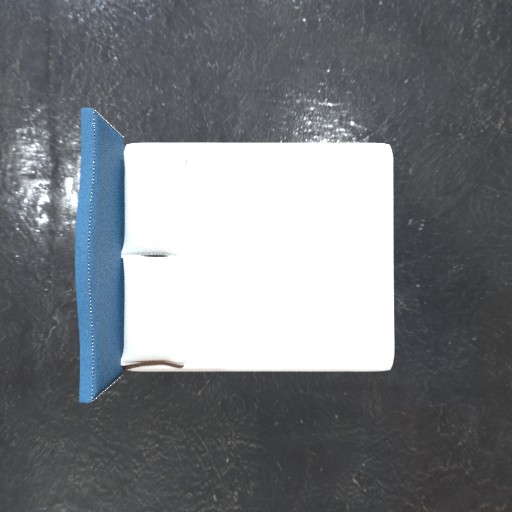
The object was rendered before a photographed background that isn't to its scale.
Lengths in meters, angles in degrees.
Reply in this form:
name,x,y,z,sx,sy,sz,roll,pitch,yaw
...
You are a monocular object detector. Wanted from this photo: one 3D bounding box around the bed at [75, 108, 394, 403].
name,x,y,z,sx,sy,sz,roll,pitch,yaw
bed,0.000,0.000,2.868,1.872,1.169,1.610,0,89,0
